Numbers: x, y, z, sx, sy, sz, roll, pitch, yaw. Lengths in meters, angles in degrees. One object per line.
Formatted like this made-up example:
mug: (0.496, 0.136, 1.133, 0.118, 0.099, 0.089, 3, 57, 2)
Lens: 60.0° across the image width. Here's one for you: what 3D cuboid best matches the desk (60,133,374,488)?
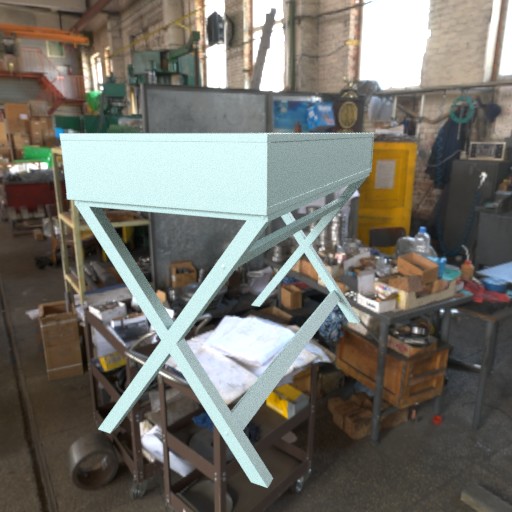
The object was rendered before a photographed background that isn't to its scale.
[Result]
desk: (0.000, 0.000, 1.461, 0.525, 0.780, 1.057, 7, 17, 23)
